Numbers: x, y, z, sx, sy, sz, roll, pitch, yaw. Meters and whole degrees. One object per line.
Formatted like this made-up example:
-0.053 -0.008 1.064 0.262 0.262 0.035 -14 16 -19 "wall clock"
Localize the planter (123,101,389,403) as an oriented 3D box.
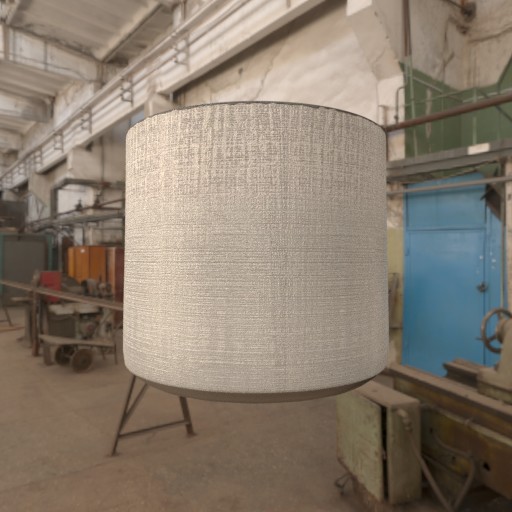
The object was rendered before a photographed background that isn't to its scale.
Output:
0.000 0.000 0.218 0.125 0.112 0.125 0 0 0 "planter"
